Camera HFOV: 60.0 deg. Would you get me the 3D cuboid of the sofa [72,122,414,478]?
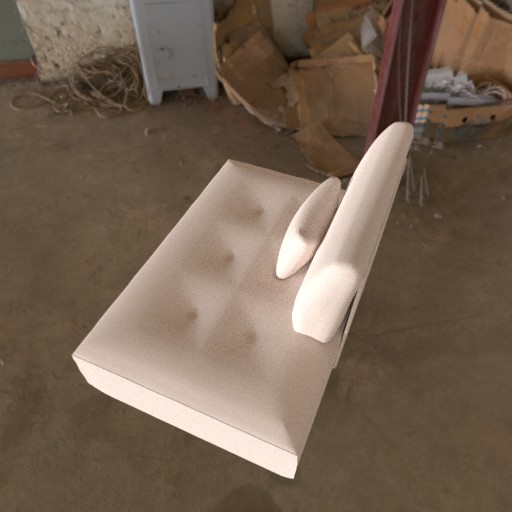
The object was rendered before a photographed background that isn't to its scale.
[{"bbox_3d":[0.000,0.000,2.029,1.000,0.820,1.450,18,51,16],"label":"sofa"}]
